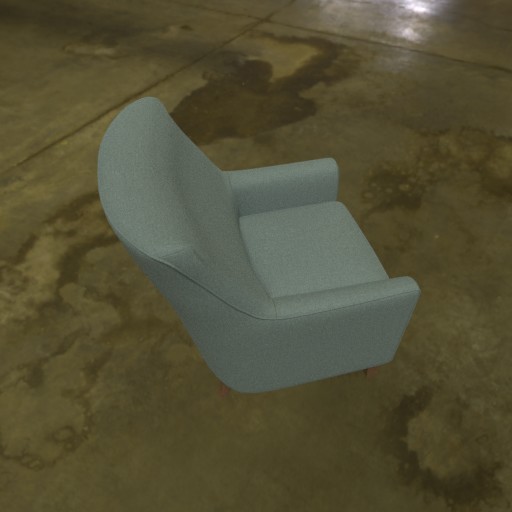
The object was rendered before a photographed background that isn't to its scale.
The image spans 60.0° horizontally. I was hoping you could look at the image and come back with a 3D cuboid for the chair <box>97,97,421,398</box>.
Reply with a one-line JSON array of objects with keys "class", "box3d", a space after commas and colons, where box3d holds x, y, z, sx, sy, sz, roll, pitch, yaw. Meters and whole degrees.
[{"class": "chair", "box3d": [0.000, 0.000, 1.577, 0.879, 0.916, 0.756, -10, 47, -10]}]
